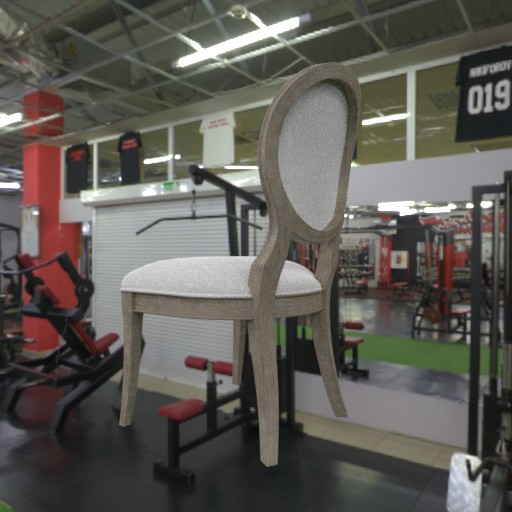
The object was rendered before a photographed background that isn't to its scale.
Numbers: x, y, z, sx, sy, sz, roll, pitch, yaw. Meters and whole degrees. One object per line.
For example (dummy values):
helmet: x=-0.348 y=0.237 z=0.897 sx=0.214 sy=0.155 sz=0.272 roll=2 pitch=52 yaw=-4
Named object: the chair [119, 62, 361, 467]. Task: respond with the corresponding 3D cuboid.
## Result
chair: x=0.000 y=0.000 z=1.324 sx=0.602 sy=0.990 sz=0.558 roll=0 pitch=1 yaw=37
